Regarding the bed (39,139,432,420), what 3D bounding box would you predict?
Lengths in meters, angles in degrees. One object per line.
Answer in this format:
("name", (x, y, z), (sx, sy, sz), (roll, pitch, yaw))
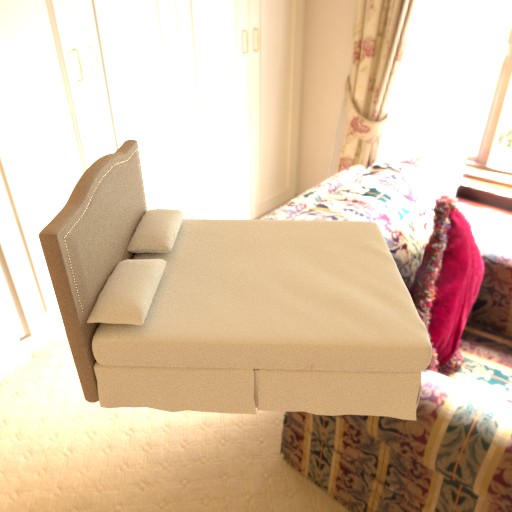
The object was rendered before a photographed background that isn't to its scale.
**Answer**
("bed", (0.000, 0.000, 3.377), (2.282, 1.436, 1.821), (1, 31, 1))
